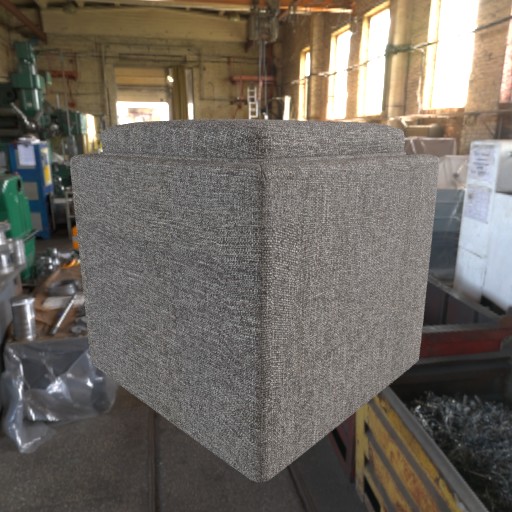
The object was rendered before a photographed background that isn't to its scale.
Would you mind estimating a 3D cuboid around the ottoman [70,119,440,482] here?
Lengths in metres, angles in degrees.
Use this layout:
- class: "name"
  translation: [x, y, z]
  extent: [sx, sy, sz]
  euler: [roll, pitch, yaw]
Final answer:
- class: "ottoman"
  translation: [0.000, 0.000, 0.788]
  extent: [0.450, 0.460, 0.450]
  euler: [14, 21, 42]
